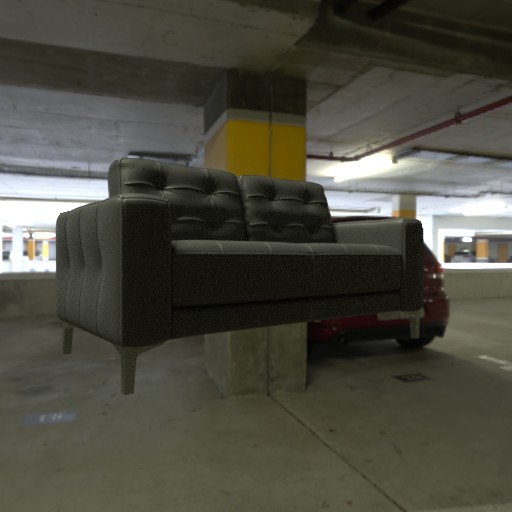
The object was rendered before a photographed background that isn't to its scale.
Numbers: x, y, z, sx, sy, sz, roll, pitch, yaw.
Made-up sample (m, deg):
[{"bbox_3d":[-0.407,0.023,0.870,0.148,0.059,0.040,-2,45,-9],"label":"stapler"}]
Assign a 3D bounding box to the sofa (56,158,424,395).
[{"bbox_3d":[0.000,0.000,2.223,1.726,0.892,0.833,0,0,-37],"label":"sofa"}]
